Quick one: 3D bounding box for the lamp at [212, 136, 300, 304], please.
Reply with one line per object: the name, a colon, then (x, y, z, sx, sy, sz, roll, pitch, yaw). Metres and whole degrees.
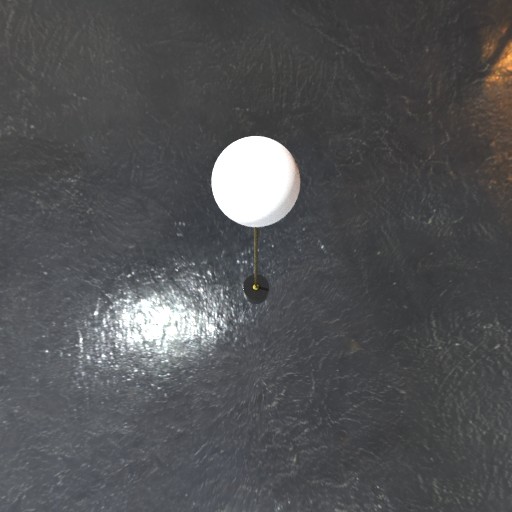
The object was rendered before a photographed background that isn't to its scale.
lamp: (0.000, 0.000, 1.878, 0.229, 1.748, 0.229, -15, 76, -4)
